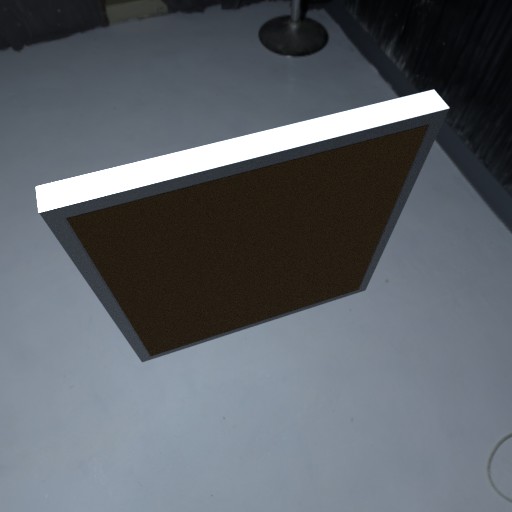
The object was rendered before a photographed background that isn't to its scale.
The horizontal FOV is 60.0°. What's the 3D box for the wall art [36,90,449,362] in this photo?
[{"bbox_3d":[0.000,0.000,0.743,0.506,0.506,0.038,-16,60,-10],"label":"wall art"}]
